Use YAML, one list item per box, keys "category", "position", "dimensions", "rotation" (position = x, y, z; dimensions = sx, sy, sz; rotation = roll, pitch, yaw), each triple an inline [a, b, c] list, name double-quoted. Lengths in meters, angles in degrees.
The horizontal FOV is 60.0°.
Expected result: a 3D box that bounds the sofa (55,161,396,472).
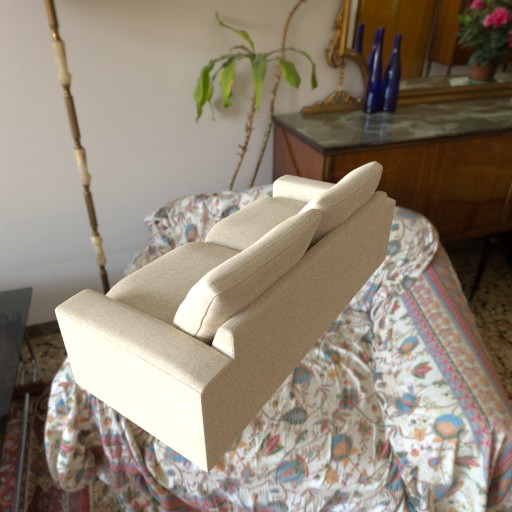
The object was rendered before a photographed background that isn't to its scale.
- category: "sofa"
  position: [0.000, 0.000, 2.881]
  dimensions: [1.040, 0.922, 2.299]
  rotation: [19, 36, 29]
